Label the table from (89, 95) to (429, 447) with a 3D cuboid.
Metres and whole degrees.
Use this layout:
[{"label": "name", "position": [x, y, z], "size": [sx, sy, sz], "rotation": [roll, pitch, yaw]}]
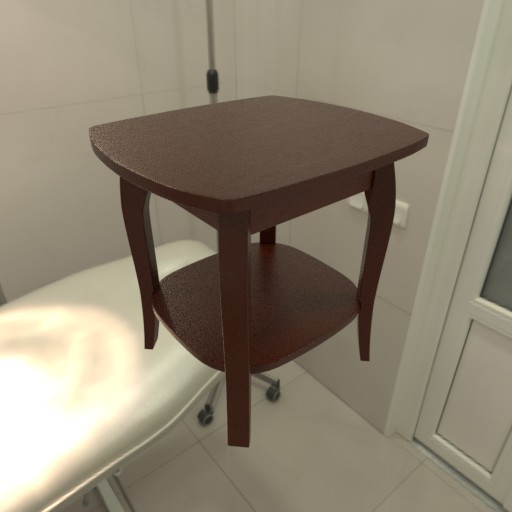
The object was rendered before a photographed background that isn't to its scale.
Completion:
[{"label": "table", "position": [0.000, 0.000, 0.878], "size": [0.502, 0.496, 0.433], "rotation": [-23, 38, -33]}]
